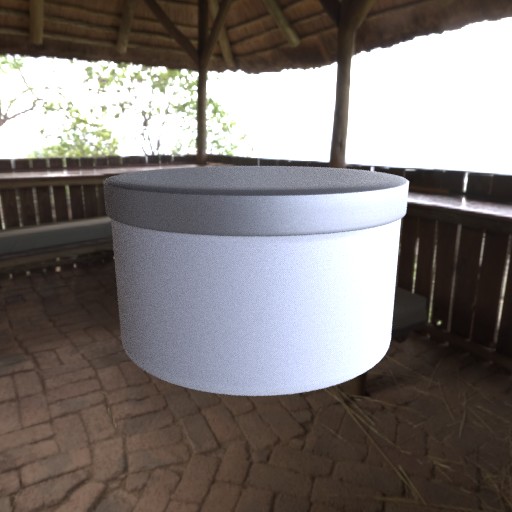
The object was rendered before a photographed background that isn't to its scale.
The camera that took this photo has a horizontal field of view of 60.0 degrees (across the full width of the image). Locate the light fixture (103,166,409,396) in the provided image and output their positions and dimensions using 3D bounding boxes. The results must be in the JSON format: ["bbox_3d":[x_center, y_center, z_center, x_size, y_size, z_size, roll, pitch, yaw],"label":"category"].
[{"bbox_3d":[0.000,0.000,0.629,0.393,0.229,0.393,0,15,0],"label":"light fixture"}]
